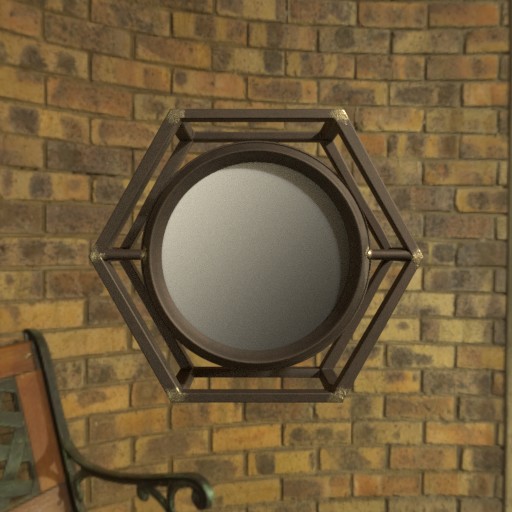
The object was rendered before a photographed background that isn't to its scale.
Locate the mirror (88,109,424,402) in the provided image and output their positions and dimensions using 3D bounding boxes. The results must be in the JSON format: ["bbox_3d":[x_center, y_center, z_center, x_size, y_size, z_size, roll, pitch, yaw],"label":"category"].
[{"bbox_3d":[0.000,0.000,0.556,0.380,0.334,0.119,0,1,0],"label":"mirror"}]
